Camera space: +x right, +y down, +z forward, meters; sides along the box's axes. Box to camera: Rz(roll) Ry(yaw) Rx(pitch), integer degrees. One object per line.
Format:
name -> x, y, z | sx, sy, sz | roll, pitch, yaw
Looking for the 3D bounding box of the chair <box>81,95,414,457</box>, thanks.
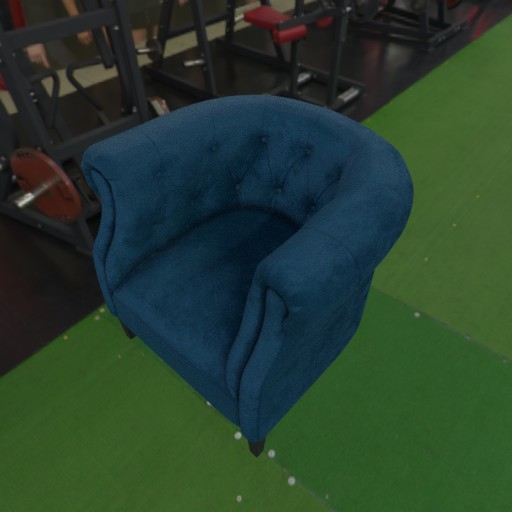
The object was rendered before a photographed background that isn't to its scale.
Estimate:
chair -> 0.000, 0.000, 1.546 | 0.904, 0.826, 0.851 | 33, 53, 29
